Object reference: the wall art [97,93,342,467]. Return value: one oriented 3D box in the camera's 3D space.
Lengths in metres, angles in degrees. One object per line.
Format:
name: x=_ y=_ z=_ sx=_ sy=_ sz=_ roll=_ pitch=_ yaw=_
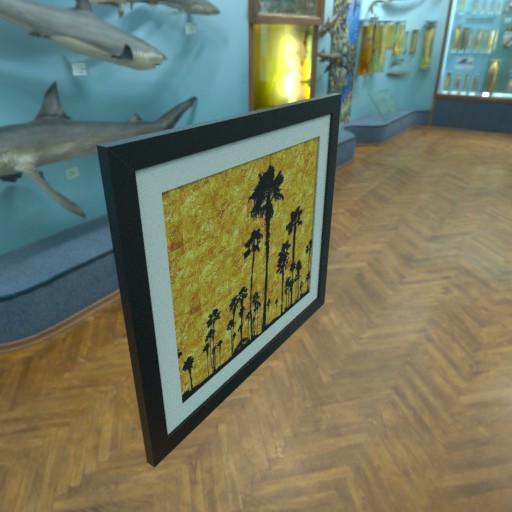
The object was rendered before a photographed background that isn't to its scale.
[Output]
wall art: x=0.000 y=0.000 z=0.529 sx=0.012 sy=0.332 sz=0.383 roll=17 pitch=32 yaw=31
